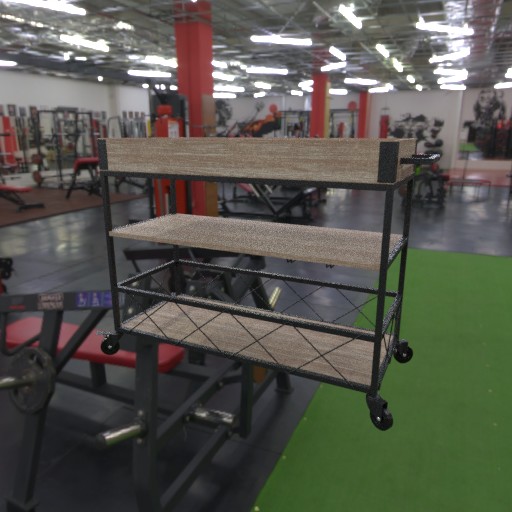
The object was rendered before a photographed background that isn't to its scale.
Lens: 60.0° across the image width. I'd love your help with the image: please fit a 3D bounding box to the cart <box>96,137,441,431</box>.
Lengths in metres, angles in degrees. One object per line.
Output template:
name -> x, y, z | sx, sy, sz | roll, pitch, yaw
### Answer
cart -> 0.000, 0.000, 1.536 | 1.101, 0.787, 0.500 | 7, 17, 25
